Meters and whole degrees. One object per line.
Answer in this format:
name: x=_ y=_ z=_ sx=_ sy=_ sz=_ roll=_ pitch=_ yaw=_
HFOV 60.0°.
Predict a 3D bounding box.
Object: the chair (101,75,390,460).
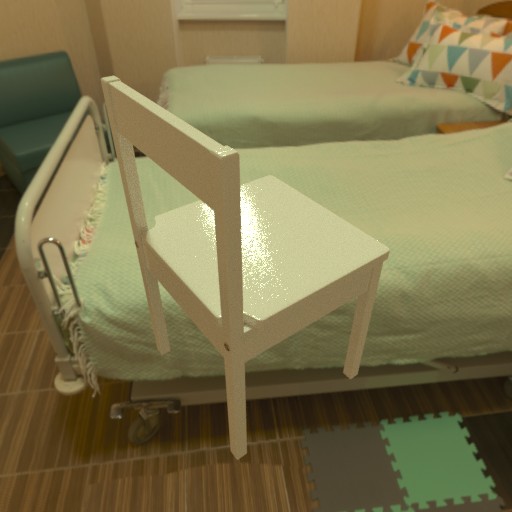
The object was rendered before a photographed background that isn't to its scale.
chair: x=0.000 y=0.000 z=0.886 sx=0.361 sy=0.668 sz=0.367 roll=-25 pitch=45 yaw=-28
